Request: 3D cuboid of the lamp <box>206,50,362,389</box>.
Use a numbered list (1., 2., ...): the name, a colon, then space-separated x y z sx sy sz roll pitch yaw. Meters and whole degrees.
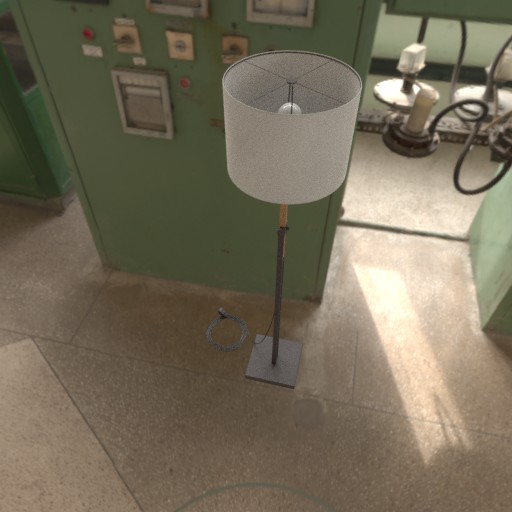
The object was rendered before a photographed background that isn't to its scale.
1. lamp: 0.000 0.000 1.943 0.639 1.650 0.474 10 48 9
